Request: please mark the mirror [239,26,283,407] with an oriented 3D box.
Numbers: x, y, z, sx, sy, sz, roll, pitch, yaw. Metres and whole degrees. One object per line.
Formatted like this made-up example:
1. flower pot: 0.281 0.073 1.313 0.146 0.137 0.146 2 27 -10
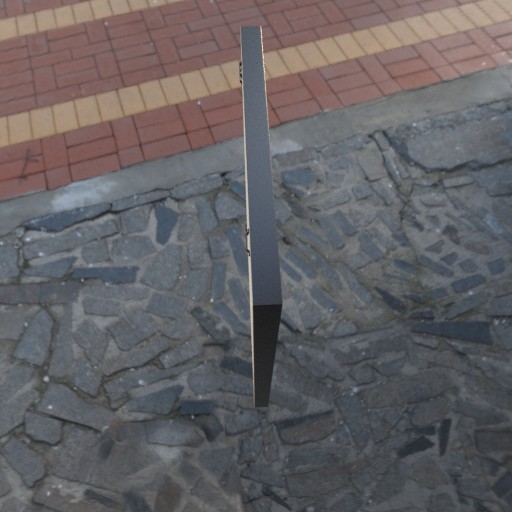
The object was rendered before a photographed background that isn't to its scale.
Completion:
1. mirror: 0.000 0.000 0.947 0.040 0.710 0.507 -2 62 -1
